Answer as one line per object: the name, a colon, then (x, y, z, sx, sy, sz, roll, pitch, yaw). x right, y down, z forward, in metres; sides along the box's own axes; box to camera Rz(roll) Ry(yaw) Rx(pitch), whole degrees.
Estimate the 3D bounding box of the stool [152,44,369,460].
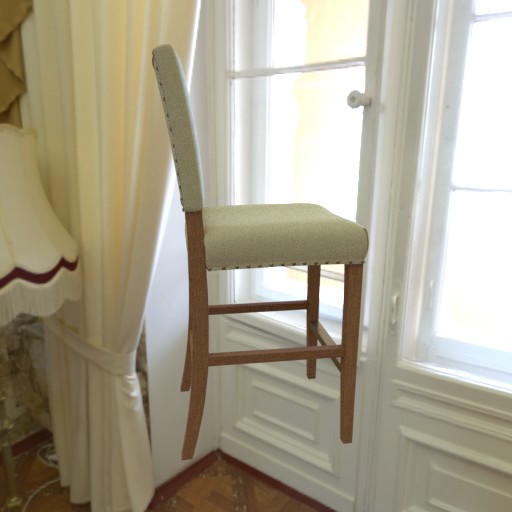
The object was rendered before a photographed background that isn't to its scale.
stool: (0.000, 0.000, 1.436, 0.584, 1.168, 0.445, -3, 16, -9)
